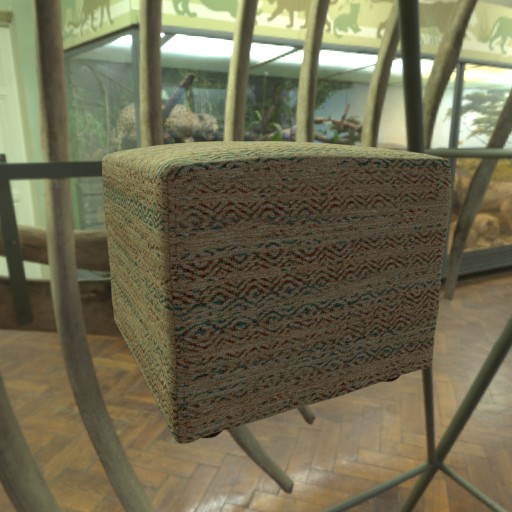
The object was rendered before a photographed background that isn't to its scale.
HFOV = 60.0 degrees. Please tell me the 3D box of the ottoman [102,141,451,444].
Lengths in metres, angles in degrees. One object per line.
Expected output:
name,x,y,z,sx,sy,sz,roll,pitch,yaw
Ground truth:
ottoman,0.000,0.000,0.904,0.512,0.453,0.521,-7,16,-26
